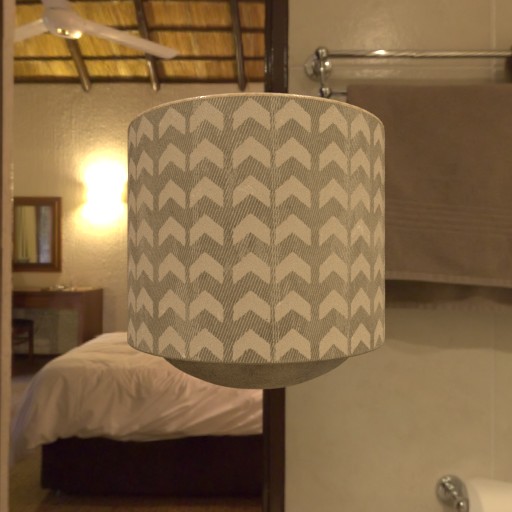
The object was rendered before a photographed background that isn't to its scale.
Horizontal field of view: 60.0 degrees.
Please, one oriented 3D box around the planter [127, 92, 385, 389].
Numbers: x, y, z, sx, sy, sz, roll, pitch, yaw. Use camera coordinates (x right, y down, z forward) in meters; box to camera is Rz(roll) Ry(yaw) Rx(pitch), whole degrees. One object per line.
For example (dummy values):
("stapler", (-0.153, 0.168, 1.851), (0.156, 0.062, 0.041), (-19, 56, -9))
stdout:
("planter", (0.000, 0.000, 0.448), (0.250, 0.239, 0.250), (0, 0, 0))
